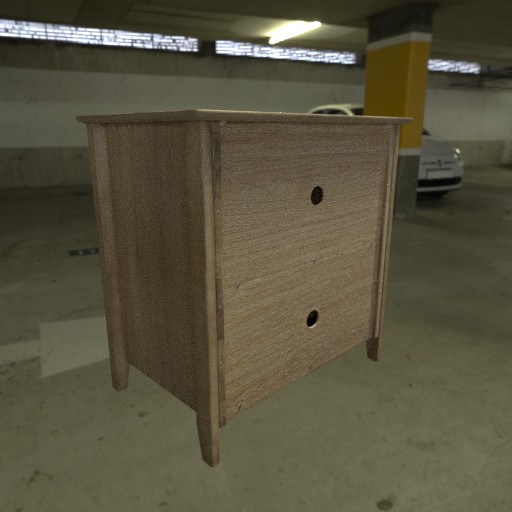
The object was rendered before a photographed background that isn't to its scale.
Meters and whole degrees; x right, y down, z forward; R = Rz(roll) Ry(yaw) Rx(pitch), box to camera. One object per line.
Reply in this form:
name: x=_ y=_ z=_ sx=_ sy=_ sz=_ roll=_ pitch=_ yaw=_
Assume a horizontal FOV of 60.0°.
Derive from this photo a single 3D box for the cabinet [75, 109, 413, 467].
cabinet: x=0.000 y=0.000 z=1.273 sx=0.763 sy=0.762 sz=0.503 roll=-15 pitch=21 yaw=-42
